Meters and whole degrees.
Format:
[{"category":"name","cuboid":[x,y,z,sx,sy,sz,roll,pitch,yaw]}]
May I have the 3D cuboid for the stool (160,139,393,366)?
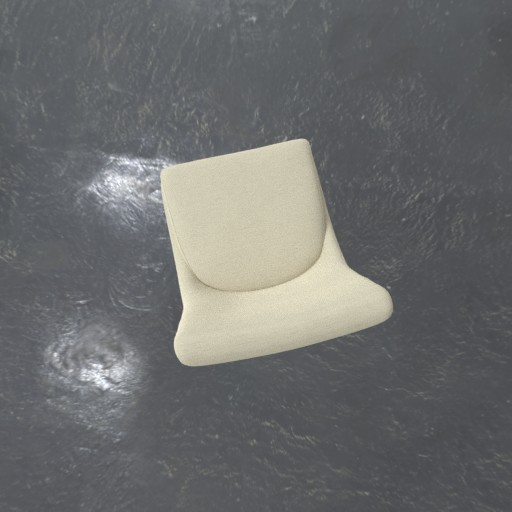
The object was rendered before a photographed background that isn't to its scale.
[{"category":"stool","cuboid":[0.000,0.000,1.334,0.470,0.981,0.577,-13,78,-3]}]
